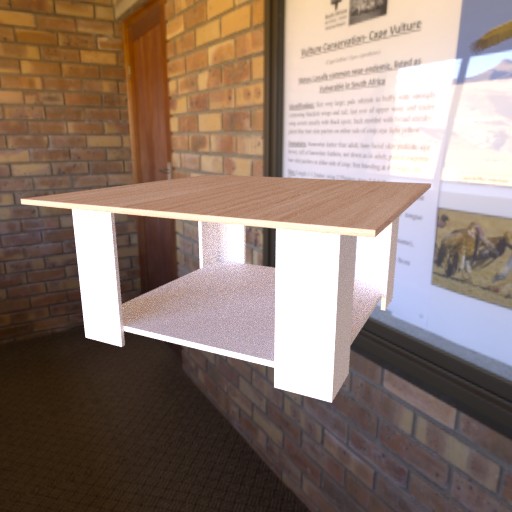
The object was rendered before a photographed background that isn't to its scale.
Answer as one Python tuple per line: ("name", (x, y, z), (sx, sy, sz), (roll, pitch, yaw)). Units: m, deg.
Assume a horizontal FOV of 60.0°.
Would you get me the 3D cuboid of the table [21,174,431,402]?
("table", (0.000, 0.000, 1.029), (0.670, 0.305, 0.670), (7, 16, 26))
